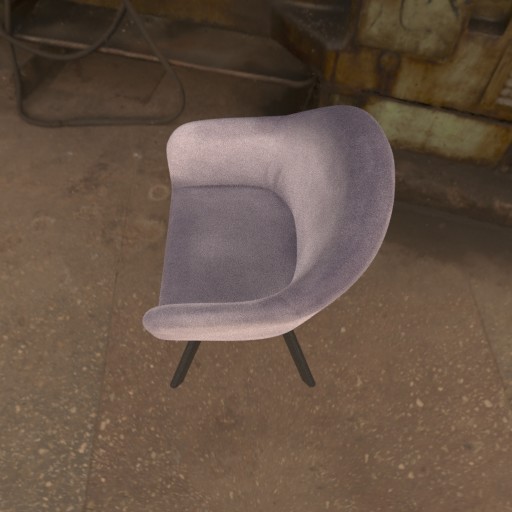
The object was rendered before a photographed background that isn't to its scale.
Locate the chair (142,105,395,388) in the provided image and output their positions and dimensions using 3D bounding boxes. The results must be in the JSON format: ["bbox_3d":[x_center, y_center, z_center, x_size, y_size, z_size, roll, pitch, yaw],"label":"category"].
[{"bbox_3d":[0.000,0.000,1.178,0.540,0.780,0.570,0,58,0],"label":"chair"}]
